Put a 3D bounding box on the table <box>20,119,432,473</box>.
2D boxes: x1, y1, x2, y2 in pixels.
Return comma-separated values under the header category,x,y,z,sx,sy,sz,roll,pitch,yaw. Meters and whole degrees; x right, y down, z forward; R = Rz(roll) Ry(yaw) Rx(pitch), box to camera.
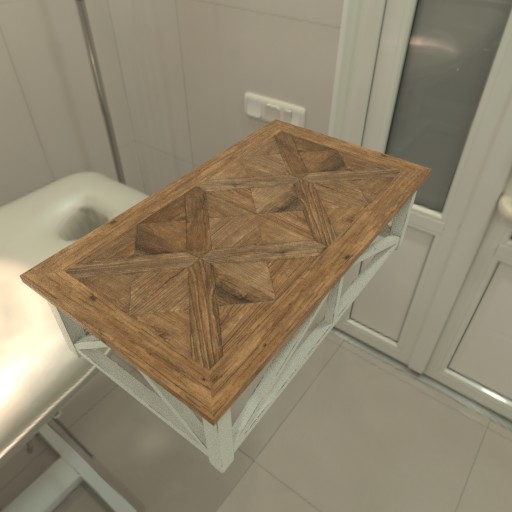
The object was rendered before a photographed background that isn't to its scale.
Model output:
category,x,y,z,sx,sy,sz,roll,pitch,yaw
table,0.000,0.000,1.760,0.800,0.410,1.400,27,48,27
